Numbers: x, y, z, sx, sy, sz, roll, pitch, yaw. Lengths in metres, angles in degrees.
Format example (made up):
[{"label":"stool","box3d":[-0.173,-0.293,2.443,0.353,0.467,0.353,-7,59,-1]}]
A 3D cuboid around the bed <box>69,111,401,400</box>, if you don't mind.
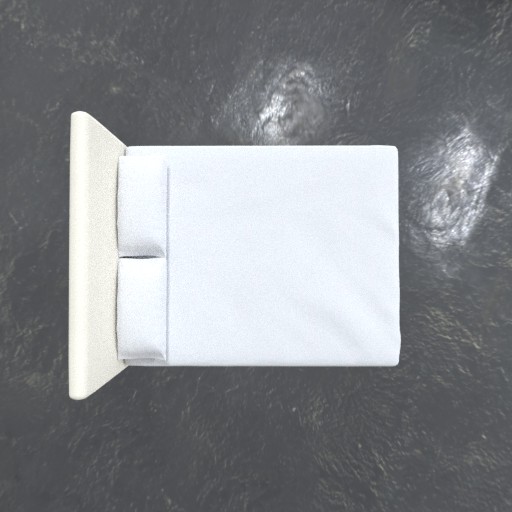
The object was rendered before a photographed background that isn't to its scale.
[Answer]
[{"label":"bed","box3d":[0.000,0.000,3.150,2.142,1.330,1.713,0,89,0]}]
